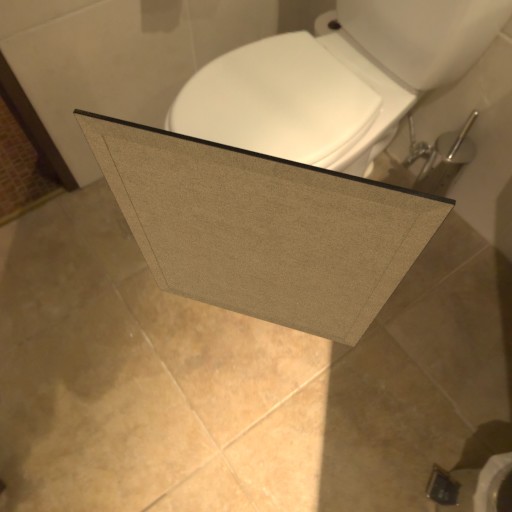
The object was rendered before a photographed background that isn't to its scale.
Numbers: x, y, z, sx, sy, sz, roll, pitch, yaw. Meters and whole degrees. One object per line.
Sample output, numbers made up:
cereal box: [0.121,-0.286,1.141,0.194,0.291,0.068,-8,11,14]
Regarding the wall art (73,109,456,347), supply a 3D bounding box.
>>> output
wall art: [0.000,0.000,0.630,0.381,0.457,0.023,15,64,8]
